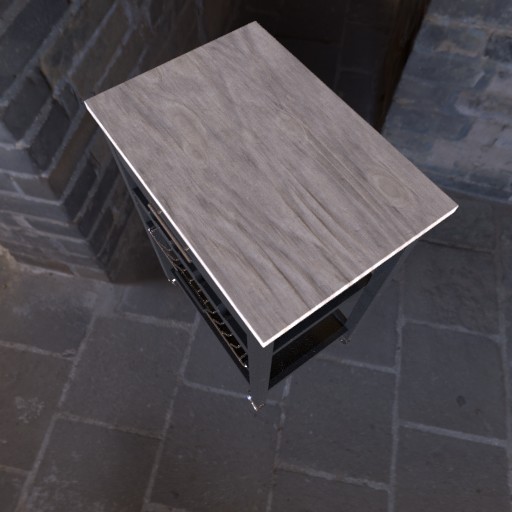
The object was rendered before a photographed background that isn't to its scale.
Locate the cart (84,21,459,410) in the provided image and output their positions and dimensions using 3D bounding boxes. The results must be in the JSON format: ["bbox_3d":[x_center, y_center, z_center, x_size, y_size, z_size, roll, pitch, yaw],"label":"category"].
[{"bbox_3d":[0.000,0.000,1.157,0.403,0.839,0.584,-33,68,-15],"label":"cart"}]
